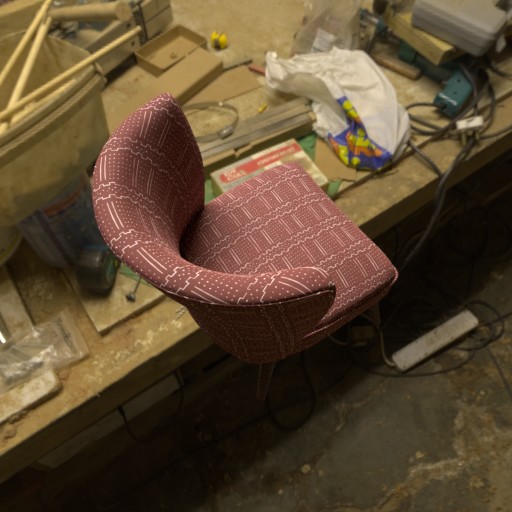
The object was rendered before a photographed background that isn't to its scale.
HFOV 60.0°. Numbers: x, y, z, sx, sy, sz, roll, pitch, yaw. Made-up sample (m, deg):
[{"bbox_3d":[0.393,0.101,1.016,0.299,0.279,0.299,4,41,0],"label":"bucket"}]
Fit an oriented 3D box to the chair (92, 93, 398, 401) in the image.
[{"bbox_3d":[0.000,0.000,1.381,0.758,0.866,0.706,-30,63,-17],"label":"chair"}]
